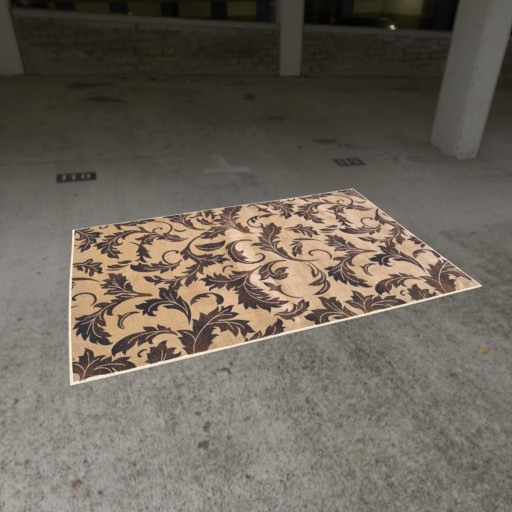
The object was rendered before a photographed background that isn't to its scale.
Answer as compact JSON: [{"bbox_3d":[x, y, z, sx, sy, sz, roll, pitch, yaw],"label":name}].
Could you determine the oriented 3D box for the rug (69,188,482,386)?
[{"bbox_3d":[0.000,0.000,2.878,2.284,0.008,1.522,-10,34,-16],"label":"rug"}]
